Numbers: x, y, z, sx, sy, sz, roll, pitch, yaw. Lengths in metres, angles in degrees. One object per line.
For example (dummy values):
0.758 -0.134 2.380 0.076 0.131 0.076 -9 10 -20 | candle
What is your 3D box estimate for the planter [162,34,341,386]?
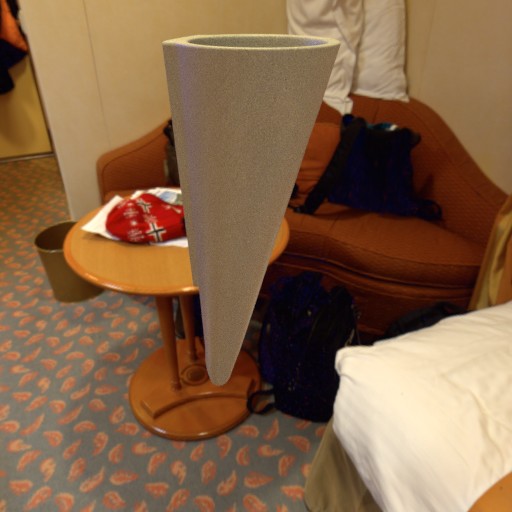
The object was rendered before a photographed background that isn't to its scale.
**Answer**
0.000 0.000 0.217 0.064 0.191 0.057 10 32 16 | planter
